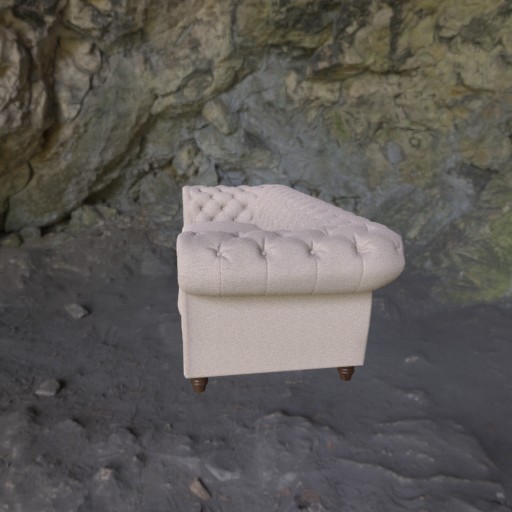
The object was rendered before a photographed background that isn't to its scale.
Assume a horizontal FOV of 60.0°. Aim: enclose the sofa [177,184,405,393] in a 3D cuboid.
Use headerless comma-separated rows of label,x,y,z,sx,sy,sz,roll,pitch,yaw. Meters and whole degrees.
sofa,0.000,0.000,3.202,1.076,0.847,2.694,-2,14,-8
